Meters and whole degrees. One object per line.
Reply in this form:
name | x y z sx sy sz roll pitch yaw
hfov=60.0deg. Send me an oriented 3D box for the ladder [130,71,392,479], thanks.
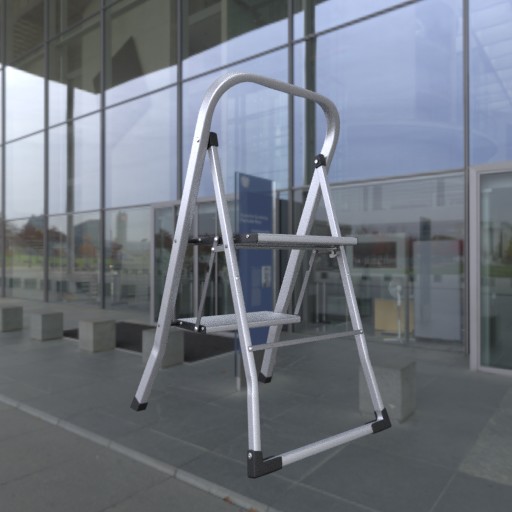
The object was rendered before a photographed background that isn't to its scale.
ladder | 0.000 0.000 1.146 0.465 0.830 0.530 0 0 -37
